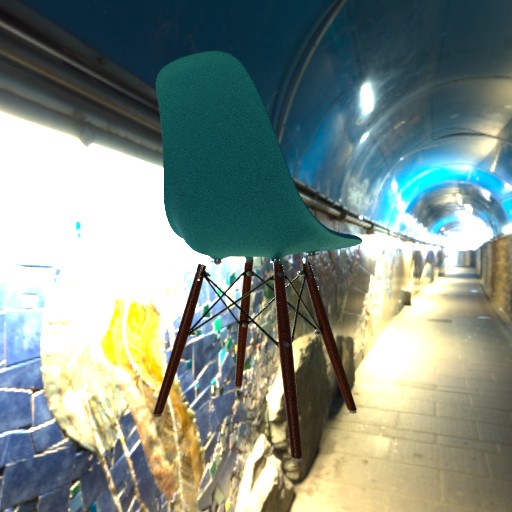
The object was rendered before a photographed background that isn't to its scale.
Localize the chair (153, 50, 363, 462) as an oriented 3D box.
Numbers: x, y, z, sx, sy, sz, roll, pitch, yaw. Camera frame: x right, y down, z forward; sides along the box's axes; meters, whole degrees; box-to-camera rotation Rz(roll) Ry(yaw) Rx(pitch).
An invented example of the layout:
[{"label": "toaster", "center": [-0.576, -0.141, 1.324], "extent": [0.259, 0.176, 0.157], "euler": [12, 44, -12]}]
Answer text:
[{"label": "chair", "center": [0.000, 0.000, 1.136], "extent": [0.470, 0.826, 0.533], "euler": [0, 0, 35]}]
